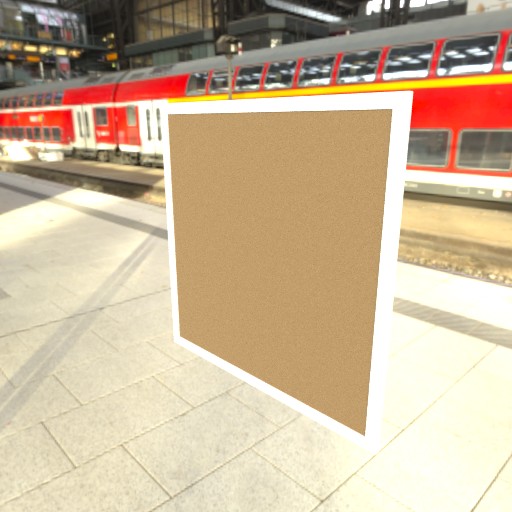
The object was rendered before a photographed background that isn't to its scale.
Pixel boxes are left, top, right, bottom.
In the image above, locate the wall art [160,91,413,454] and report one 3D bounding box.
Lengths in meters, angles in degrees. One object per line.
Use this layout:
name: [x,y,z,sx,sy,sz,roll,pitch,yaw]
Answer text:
wall art: [0.000,0.000,1.216,0.812,0.812,0.015,16,23,42]
